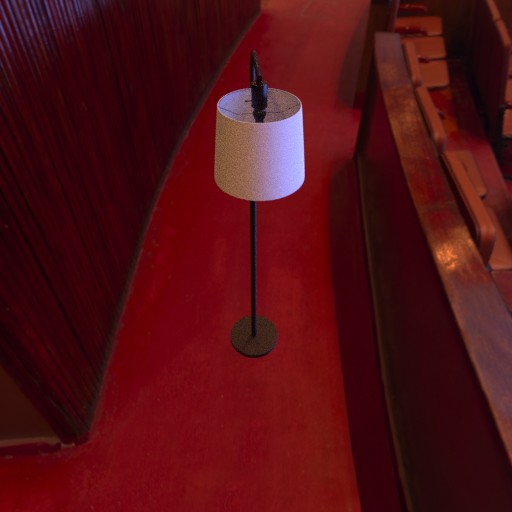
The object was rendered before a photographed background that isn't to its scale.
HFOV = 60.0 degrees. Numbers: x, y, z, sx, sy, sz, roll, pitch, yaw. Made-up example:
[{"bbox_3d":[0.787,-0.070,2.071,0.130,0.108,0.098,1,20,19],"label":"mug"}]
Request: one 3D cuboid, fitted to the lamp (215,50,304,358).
[{"bbox_3d":[0.000,0.000,1.673,0.254,1.478,0.508,-3,46,-3],"label":"lamp"}]
